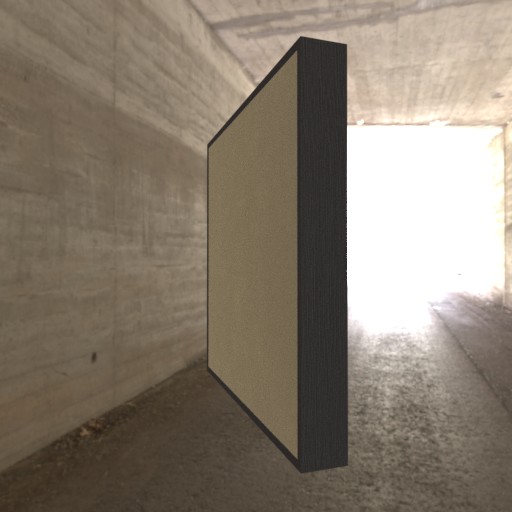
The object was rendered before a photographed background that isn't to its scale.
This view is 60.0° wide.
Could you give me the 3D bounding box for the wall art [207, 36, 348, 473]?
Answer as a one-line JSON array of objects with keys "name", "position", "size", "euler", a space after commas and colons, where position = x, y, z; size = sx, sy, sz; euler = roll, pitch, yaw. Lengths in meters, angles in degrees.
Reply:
[{"name": "wall art", "position": [0.000, 0.000, 0.453], "size": [0.036, 0.300, 0.302], "euler": [0, -1, -19]}]
